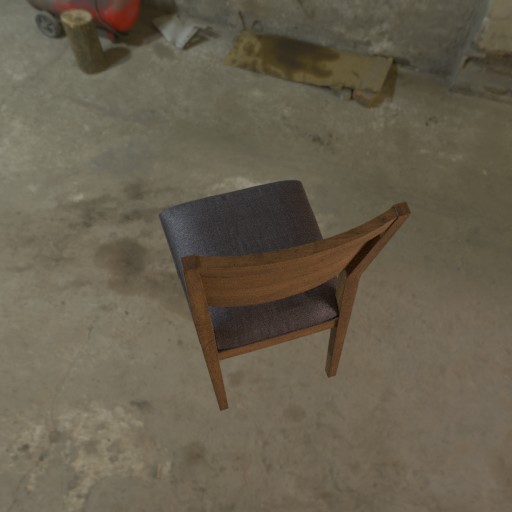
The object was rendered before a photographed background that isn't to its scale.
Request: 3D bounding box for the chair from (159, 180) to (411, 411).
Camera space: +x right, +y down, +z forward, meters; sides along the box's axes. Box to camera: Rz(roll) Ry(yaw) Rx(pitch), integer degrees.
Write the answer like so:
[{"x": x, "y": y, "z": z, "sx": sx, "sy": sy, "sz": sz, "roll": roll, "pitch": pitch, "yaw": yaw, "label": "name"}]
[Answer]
[{"x": 0.000, "y": 0.000, "z": 1.309, "sx": 0.501, "sy": 0.939, "sz": 0.610, "roll": -14, "pitch": 58, "yaw": -9, "label": "chair"}]
